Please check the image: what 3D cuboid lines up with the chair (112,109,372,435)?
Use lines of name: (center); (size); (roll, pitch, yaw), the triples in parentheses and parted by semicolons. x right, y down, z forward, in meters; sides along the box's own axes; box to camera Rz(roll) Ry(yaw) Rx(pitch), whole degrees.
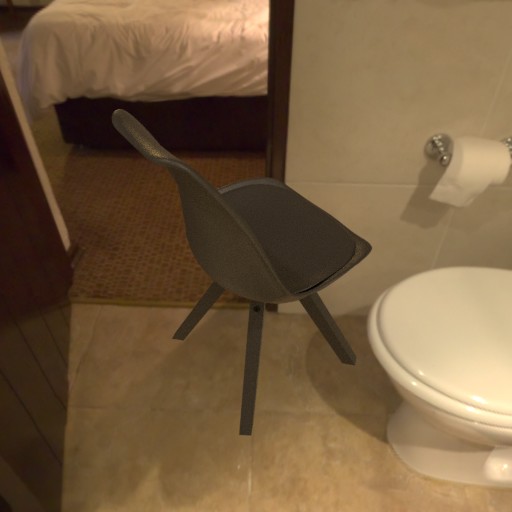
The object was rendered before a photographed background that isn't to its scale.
chair: (0.000, 0.000, 1.186); (0.550, 0.850, 0.485); (-25, 47, -25)
